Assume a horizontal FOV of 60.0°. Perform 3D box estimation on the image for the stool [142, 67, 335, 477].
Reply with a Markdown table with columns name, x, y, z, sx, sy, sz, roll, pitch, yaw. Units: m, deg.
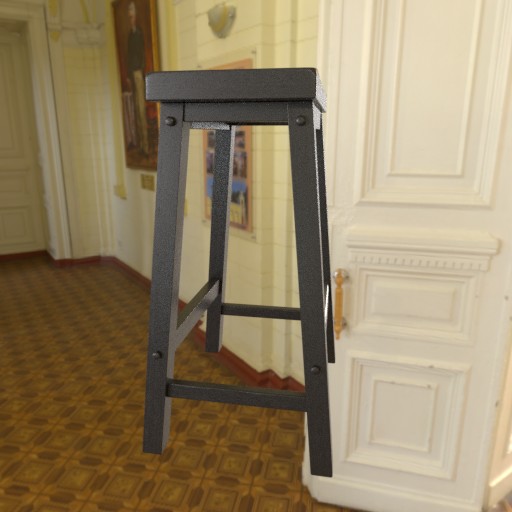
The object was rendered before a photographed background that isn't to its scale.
| name | x | y | z | sx | sy | sz | roll | pitch | yaw |
| --- | --- | --- | --- | --- | --- | --- | --- | --- | --- |
| stool | 0.000 | 0.000 | 0.845 | 0.322 | 0.610 | 0.406 | 3 | 16 | 10 |
